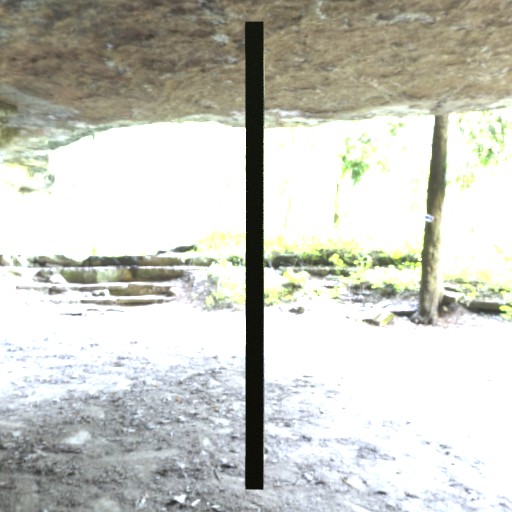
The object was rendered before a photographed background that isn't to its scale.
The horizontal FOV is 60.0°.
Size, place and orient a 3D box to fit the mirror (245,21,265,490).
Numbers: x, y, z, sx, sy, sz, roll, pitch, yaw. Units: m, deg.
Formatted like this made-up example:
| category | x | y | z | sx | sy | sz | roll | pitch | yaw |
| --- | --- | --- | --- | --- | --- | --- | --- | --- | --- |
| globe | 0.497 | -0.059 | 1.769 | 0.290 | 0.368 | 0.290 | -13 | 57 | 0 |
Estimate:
| category | x | y | z | sx | sy | sz | roll | pitch | yaw |
| --- | --- | --- | --- | --- | --- | --- | --- | --- | --- |
| mirror | 0.000 | 0.000 | 1.233 | 0.047 | 1.123 | 0.343 | 0 | 1 | 1 |
